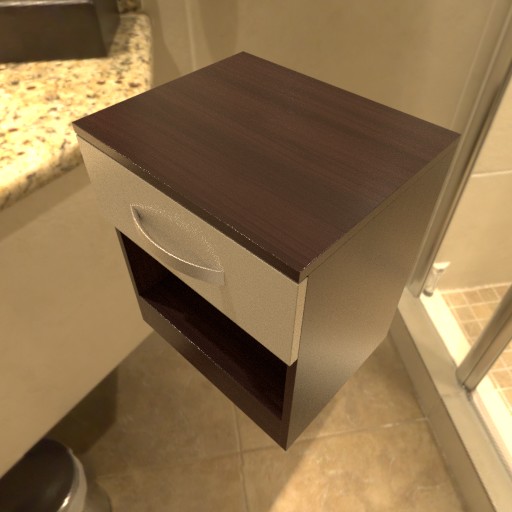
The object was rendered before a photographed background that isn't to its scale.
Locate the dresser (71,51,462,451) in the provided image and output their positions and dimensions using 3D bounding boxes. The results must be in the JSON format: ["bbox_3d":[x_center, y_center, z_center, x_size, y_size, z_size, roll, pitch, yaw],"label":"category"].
[{"bbox_3d":[0.000,0.000,0.753,0.400,0.470,0.360,34,55,28],"label":"dresser"}]
